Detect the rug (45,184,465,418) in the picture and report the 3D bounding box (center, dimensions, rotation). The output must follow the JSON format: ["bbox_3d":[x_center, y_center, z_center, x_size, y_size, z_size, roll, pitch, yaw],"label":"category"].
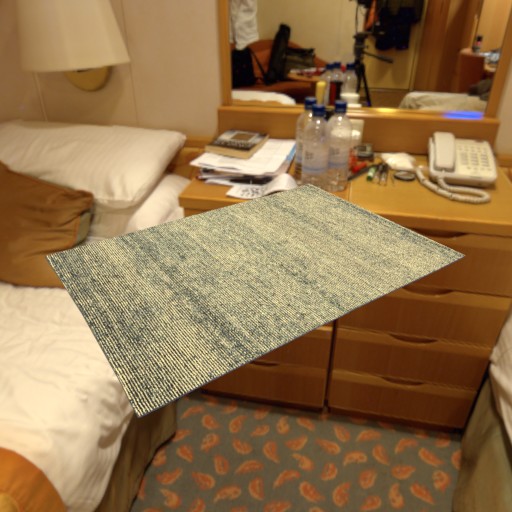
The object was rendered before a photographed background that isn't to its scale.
[{"bbox_3d":[0.000,0.000,2.996,2.349,0.030,1.624,-19,36,-29],"label":"rug"}]
